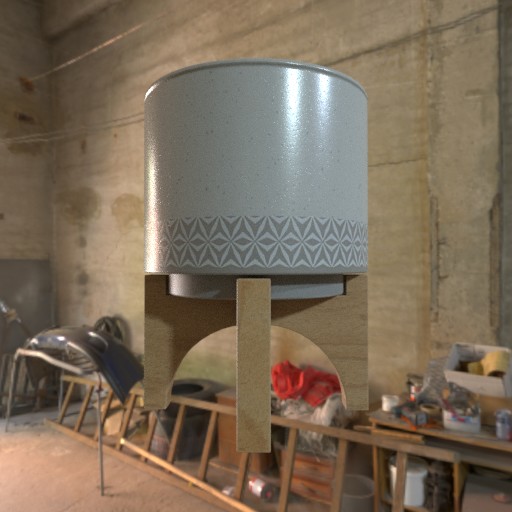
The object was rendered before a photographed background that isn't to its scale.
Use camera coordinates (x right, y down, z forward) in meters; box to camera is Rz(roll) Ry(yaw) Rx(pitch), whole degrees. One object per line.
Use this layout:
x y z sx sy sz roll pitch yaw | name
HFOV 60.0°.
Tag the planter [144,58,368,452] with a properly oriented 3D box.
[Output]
0.000 0.000 0.264 0.130 0.178 0.130 0 -1 0 | planter
